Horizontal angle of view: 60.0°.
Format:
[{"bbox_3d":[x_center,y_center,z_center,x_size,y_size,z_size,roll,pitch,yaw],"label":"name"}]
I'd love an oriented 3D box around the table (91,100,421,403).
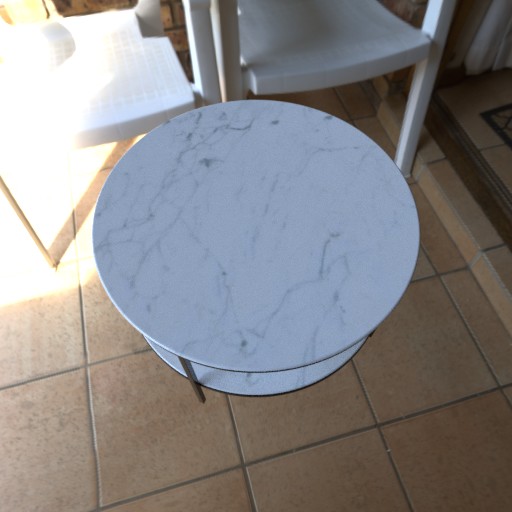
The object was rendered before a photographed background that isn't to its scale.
[{"bbox_3d":[0.000,0.000,1.286,0.800,0.450,0.800,0,59,0],"label":"table"}]
